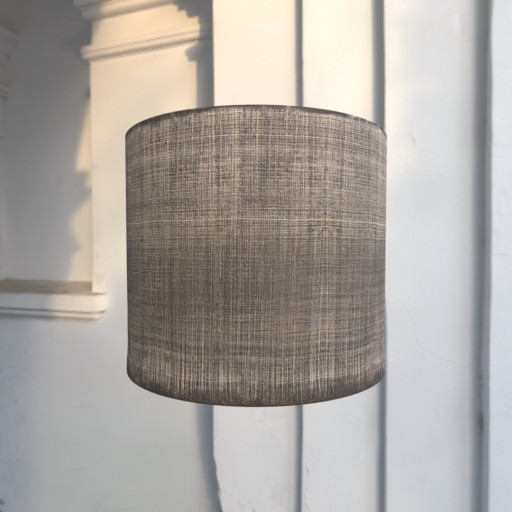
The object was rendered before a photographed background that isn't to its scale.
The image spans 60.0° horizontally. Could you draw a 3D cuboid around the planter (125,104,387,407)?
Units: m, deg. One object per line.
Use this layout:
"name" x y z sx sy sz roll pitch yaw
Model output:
"planter" 0.000 0.000 0.315 0.178 0.157 0.178 0 1 0
